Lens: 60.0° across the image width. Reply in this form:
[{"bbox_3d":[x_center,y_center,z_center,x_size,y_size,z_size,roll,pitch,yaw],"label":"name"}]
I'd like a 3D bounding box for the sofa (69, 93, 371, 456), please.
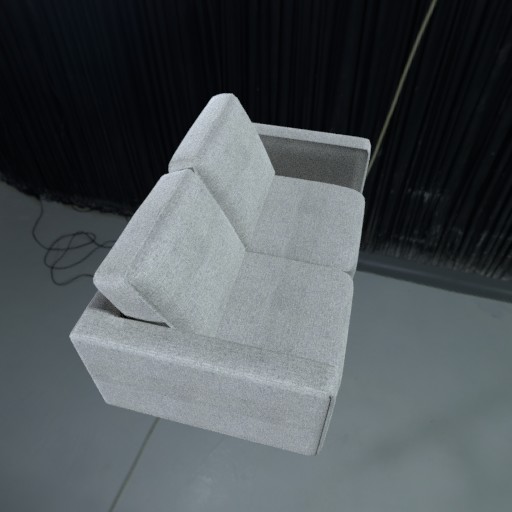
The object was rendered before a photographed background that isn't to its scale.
[{"bbox_3d":[0.000,0.000,2.154,0.969,0.973,1.527,11,48,10],"label":"sofa"}]
